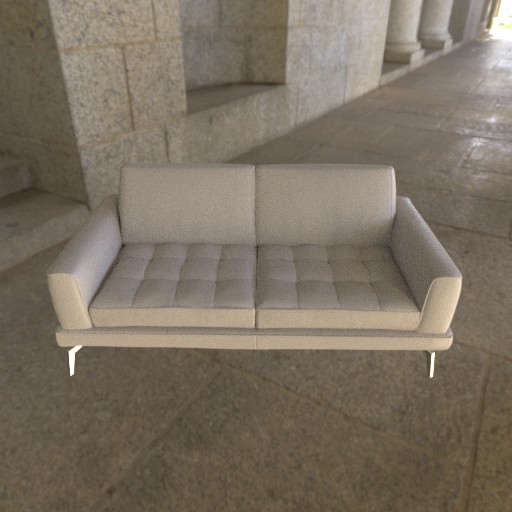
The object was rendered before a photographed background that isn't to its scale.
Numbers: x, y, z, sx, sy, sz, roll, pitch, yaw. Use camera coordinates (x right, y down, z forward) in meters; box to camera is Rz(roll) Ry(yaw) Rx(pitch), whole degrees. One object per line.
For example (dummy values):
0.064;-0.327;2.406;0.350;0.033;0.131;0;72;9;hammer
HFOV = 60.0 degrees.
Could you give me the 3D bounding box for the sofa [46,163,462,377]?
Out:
0.000;0.000;2.728;2.177;0.930;1.121;1;30;1;sofa
